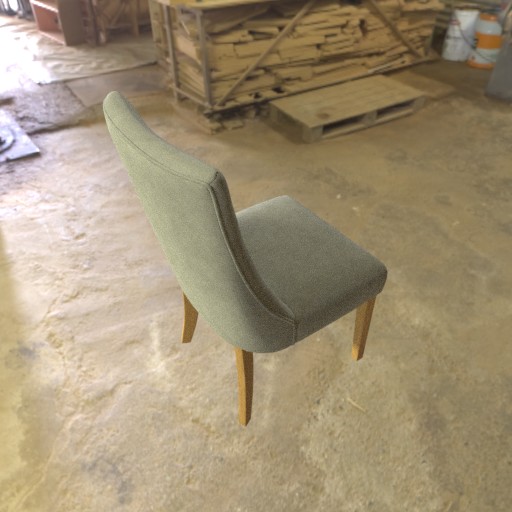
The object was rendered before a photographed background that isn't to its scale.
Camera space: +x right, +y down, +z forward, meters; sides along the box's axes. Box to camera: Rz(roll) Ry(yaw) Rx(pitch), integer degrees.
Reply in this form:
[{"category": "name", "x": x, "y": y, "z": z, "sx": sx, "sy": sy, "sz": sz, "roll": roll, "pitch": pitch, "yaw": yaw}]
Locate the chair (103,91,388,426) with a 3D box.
[{"category": "chair", "x": 0.000, "y": 0.000, "z": 1.257, "sx": 0.610, "sy": 0.902, "sz": 0.495, "roll": -24, "pitch": 46, "yaw": -26}]
